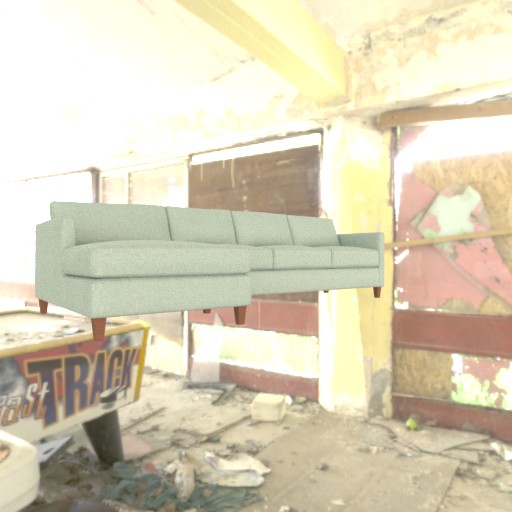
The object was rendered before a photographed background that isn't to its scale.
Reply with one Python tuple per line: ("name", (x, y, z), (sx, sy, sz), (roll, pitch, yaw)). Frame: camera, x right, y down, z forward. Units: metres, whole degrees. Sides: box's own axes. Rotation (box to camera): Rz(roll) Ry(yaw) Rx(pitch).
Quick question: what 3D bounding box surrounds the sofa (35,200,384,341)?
("sofa", (0.000, 0.000, 4.099), (3.470, 0.953, 1.600), (0, 0, -37))
